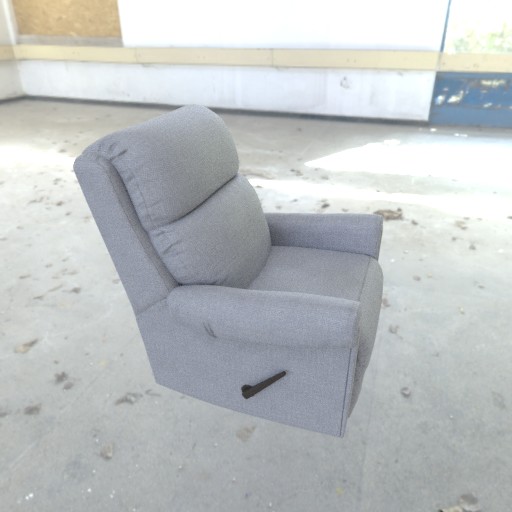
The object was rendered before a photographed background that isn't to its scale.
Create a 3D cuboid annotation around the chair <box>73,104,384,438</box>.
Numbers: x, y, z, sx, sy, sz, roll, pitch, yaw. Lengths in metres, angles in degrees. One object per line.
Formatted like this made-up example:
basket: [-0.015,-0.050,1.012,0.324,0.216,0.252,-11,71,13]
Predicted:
chair: [0.000,0.000,1.785,1.014,1.054,0.838,9,30,17]
